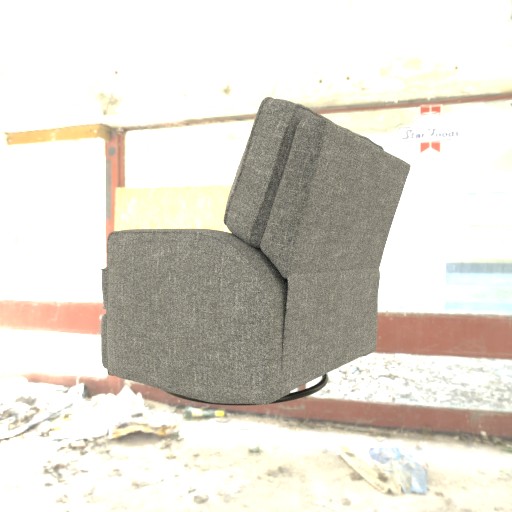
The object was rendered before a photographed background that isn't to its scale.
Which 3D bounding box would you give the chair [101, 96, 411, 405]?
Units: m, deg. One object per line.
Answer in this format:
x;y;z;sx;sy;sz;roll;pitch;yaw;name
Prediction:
0.000;0.000;1.714;0.964;0.962;0.861;0;1;36;chair
